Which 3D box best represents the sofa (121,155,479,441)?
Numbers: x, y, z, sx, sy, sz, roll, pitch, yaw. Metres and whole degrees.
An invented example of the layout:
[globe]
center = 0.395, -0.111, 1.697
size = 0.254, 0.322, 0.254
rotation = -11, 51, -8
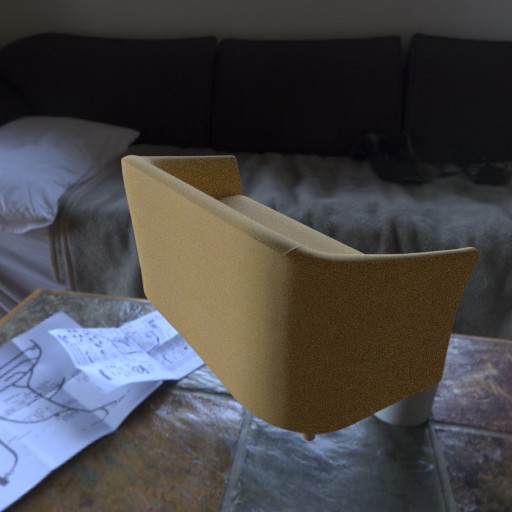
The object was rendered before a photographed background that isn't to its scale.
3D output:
[sofa]
center = 0.000, 0.000, 1.822
size = 0.705, 0.721, 1.452
rotation = -17, 31, -31
